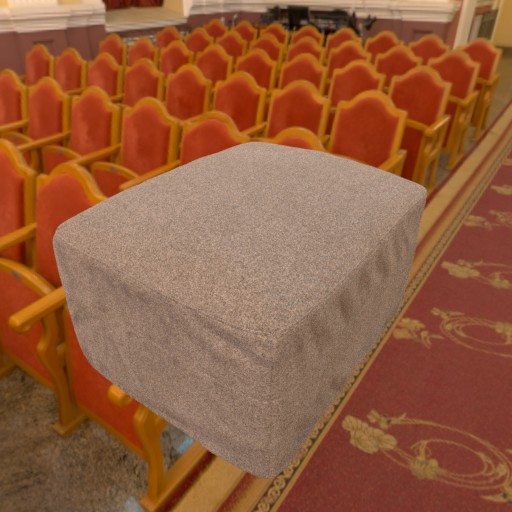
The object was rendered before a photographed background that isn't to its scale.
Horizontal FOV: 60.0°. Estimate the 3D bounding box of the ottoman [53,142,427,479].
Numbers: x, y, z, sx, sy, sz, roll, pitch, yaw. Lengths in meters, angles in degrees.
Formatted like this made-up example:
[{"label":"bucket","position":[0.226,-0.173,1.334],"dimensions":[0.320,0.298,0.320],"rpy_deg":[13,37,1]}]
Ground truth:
[{"label":"ottoman","position":[0.000,0.000,1.232],"dimensions":[0.683,0.481,0.837],"rpy_deg":[21,38,30]}]
